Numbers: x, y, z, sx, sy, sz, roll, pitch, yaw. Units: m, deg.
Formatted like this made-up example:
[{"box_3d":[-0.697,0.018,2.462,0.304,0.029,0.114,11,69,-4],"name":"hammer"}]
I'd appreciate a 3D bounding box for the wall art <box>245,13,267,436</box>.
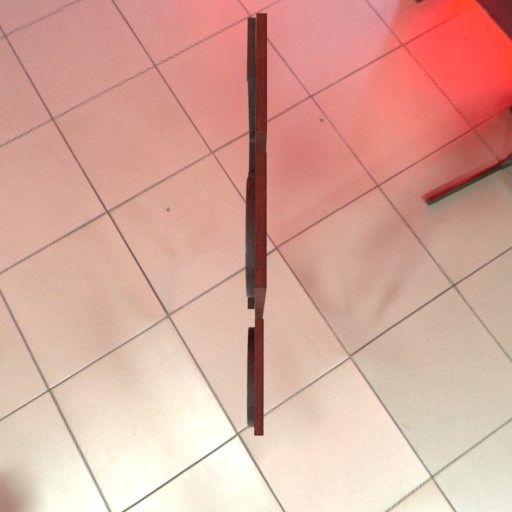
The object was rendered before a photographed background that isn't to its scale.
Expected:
[{"box_3d":[0.000,0.000,0.835,0.030,0.497,0.635,0,76,0],"name":"wall art"}]
